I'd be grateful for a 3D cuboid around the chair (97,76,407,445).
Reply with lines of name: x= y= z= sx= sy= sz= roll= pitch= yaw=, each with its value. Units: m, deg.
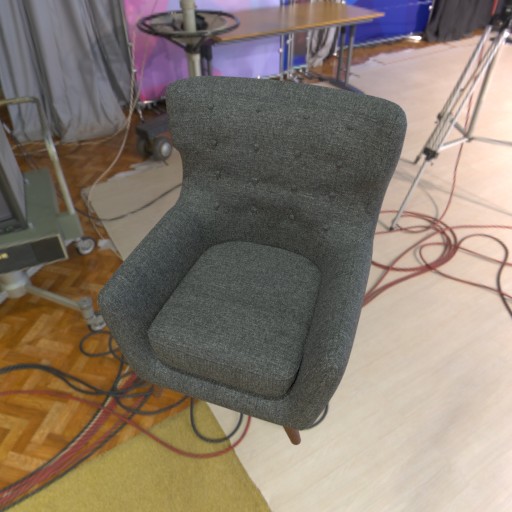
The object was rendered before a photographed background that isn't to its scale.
chair: x=0.000 y=0.000 z=1.704 sx=0.878 sy=1.063 sz=0.904 roll=13 pitch=43 yaw=14
